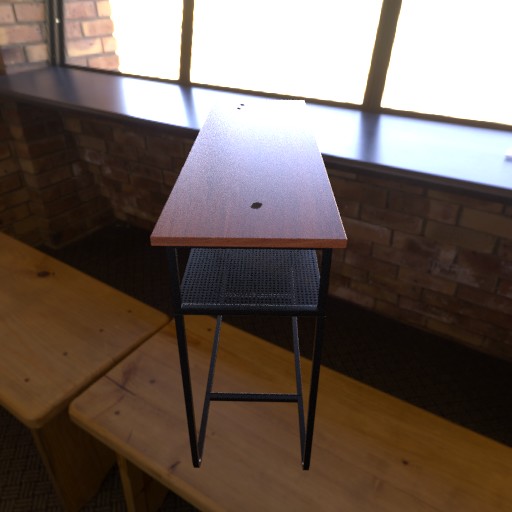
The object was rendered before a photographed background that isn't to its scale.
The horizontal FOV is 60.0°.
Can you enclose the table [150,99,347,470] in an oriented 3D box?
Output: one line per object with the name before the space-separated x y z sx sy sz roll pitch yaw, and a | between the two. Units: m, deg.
table | 0.000 0.000 1.451 0.350 0.750 1.100 1 32 1
